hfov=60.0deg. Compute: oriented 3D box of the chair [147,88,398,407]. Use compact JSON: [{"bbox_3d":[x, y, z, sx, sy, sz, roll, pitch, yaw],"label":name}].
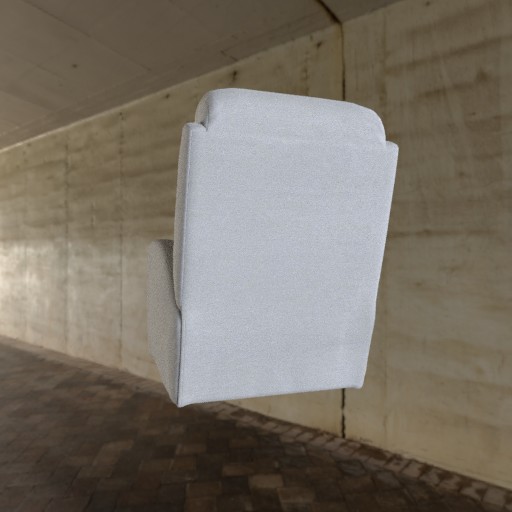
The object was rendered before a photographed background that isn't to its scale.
[{"bbox_3d":[0.000,0.000,1.784,0.798,1.013,1.043,0,0,-18],"label":"chair"}]
